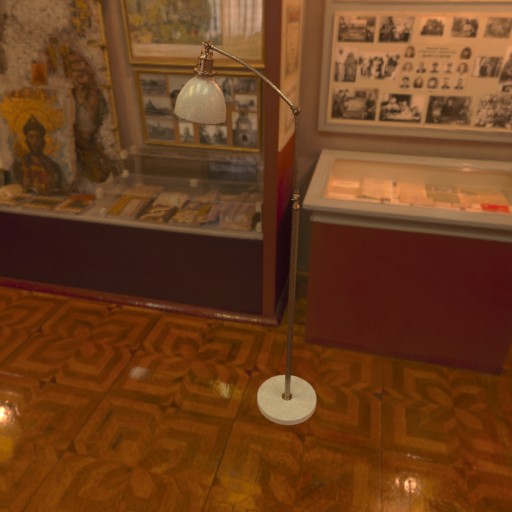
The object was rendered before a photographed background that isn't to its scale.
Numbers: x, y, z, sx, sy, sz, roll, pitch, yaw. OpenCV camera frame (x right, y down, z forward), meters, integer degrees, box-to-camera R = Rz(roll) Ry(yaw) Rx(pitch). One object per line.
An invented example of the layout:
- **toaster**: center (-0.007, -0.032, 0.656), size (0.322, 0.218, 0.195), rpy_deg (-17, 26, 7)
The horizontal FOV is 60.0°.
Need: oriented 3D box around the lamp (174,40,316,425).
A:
- **lamp**: center (0.000, 0.000, 1.817), size (0.599, 1.586, 0.288), rpy_deg (8, 31, 14)
